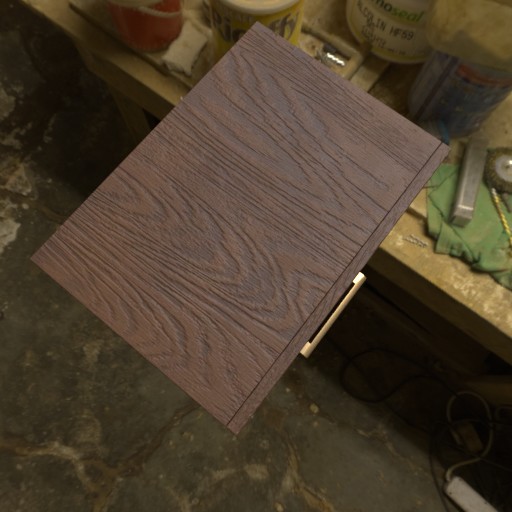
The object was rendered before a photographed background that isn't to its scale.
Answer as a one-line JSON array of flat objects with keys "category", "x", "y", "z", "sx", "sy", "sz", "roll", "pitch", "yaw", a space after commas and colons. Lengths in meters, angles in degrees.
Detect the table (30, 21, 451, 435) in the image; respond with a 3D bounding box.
[{"category": "table", "x": 0.000, "y": 0.000, "z": 0.979, "sx": 0.439, "sy": 0.585, "sz": 0.560, "roll": 37, "pitch": 78, "yaw": 9}]
